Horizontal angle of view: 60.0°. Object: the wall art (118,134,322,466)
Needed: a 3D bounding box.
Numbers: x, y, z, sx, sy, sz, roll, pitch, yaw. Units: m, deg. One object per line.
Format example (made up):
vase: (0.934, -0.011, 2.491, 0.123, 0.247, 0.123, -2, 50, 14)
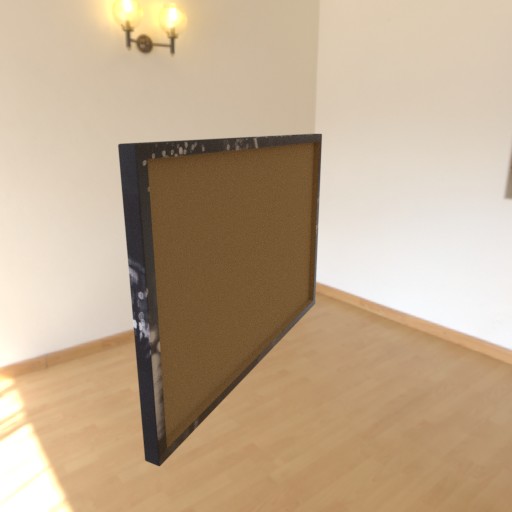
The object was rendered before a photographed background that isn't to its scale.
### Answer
wall art: (0.000, 0.000, 1.175, 0.038, 0.609, 0.914, 8, 18, 25)
